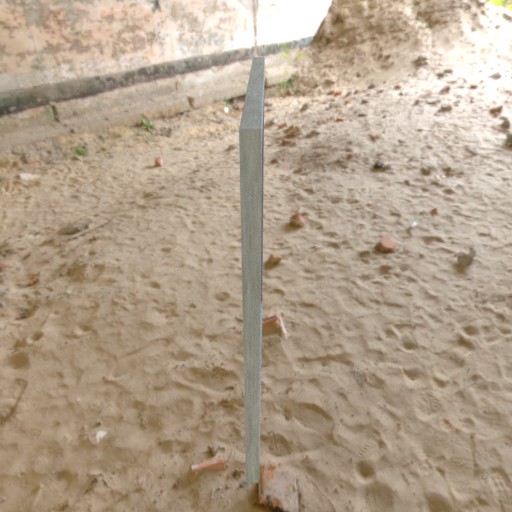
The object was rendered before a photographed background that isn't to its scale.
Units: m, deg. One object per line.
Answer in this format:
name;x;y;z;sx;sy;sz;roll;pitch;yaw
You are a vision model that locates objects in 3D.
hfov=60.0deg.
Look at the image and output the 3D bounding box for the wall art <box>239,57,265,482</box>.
wall art;0.000;0.000;0.782;0.022;0.582;0.479;1;32;1
